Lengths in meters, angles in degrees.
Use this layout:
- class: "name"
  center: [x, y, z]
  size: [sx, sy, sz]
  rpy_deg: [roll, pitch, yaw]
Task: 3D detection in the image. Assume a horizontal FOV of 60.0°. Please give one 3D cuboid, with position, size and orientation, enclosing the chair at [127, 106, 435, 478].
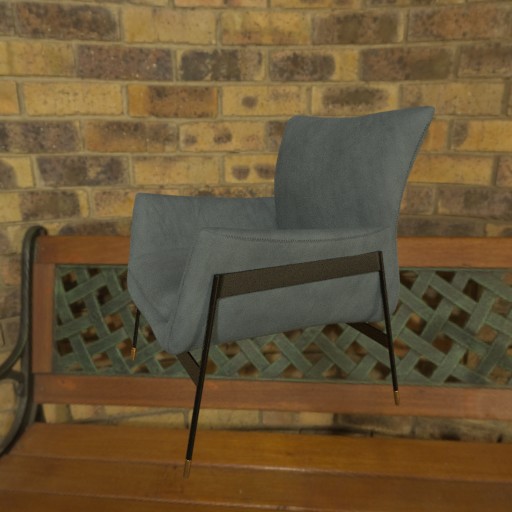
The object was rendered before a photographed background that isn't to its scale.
- class: "chair"
  center: [0.000, 0.000, 1.361]
  size: [0.709, 0.858, 0.678]
  rpy_deg: [-7, 17, -25]
